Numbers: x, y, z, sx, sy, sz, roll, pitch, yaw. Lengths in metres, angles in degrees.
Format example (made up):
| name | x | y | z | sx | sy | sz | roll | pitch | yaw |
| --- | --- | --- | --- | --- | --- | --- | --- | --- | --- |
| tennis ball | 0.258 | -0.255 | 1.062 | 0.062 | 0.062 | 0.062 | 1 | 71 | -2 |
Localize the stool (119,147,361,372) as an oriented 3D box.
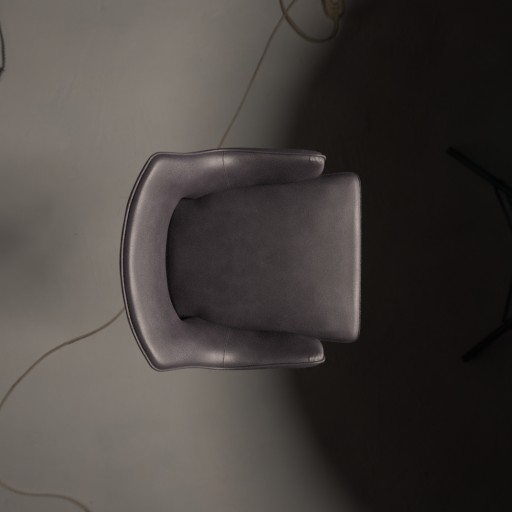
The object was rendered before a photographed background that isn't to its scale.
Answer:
| name | x | y | z | sx | sy | sz | roll | pitch | yaw |
| --- | --- | --- | --- | --- | --- | --- | --- | --- | --- |
| stool | 0.000 | 0.000 | 1.376 | 0.560 | 1.041 | 0.550 | 0 | 92 | -1 |
